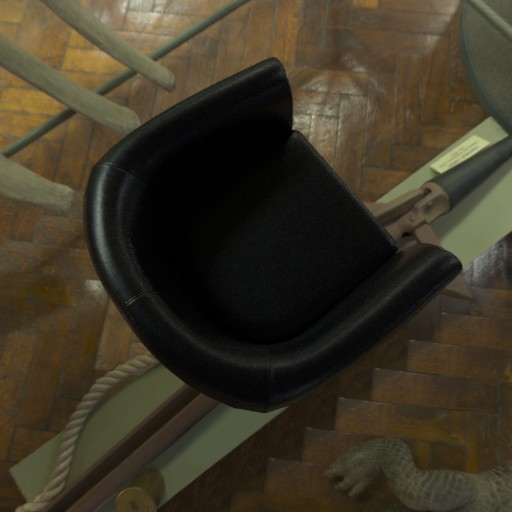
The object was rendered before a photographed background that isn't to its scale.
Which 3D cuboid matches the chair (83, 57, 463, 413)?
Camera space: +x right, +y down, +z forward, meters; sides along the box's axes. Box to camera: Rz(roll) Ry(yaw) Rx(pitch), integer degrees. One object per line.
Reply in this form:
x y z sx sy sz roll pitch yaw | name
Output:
0.000 0.000 1.342 0.727 0.756 0.793 -36 78 -9 | chair
